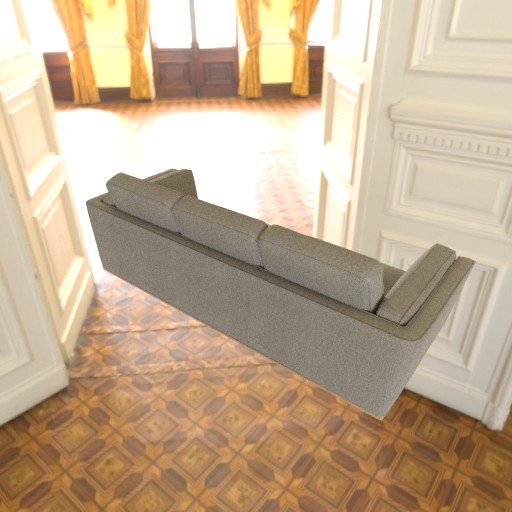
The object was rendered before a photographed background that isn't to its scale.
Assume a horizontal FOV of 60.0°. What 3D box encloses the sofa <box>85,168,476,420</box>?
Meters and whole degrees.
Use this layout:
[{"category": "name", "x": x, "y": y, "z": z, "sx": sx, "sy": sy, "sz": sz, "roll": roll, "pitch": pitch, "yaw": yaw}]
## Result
[{"category": "sofa", "x": 0.000, "y": 0.000, "z": 2.837, "sx": 2.362, "sy": 0.899, "sz": 0.903, "roll": 22, "pitch": 37, "yaw": 32}]
